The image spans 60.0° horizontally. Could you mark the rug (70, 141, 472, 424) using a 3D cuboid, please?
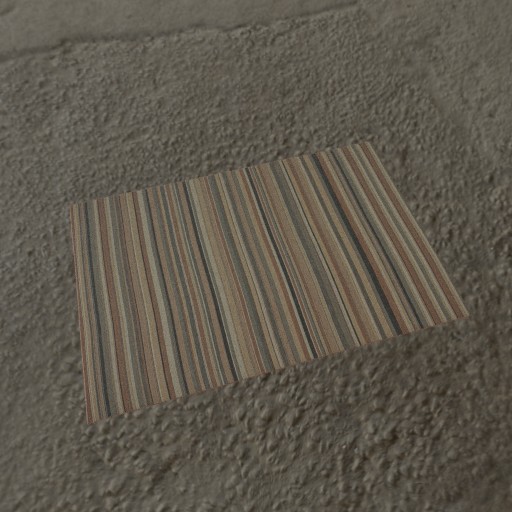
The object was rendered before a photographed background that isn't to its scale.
[{"bbox_3d":[0.000,0.000,2.313,1.829,0.008,1.219,-14,59,-8],"label":"rug"}]
